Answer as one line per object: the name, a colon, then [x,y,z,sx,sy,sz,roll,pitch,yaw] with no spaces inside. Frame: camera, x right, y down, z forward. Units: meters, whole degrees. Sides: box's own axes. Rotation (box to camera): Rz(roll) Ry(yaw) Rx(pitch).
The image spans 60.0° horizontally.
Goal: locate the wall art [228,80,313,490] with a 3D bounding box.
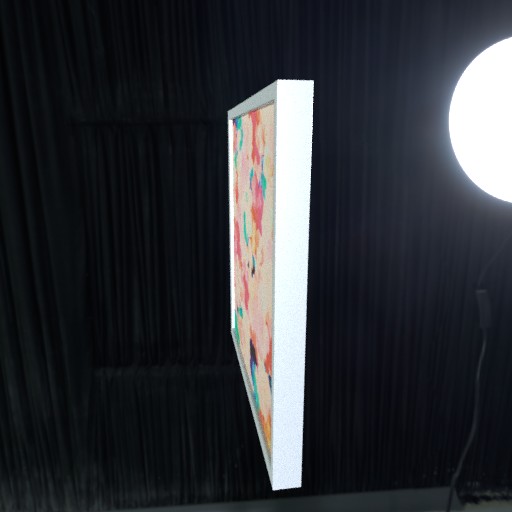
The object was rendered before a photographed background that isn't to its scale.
wall art: [0.000,0.000,0.764,0.038,0.505,0.506,-2,15,-9]
